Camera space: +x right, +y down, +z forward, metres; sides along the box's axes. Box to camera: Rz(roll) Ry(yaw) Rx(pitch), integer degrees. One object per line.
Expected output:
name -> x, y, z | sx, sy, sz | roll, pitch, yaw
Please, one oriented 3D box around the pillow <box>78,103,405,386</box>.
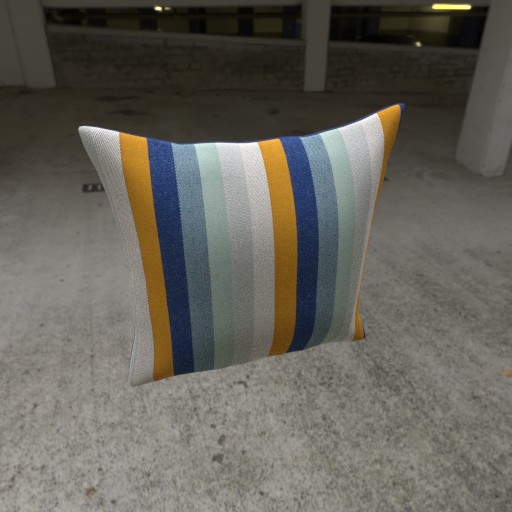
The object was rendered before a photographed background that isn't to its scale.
pillow -> 0.000, 0.000, 0.723 | 0.463, 0.454, 0.173 | -8, 31, -14
